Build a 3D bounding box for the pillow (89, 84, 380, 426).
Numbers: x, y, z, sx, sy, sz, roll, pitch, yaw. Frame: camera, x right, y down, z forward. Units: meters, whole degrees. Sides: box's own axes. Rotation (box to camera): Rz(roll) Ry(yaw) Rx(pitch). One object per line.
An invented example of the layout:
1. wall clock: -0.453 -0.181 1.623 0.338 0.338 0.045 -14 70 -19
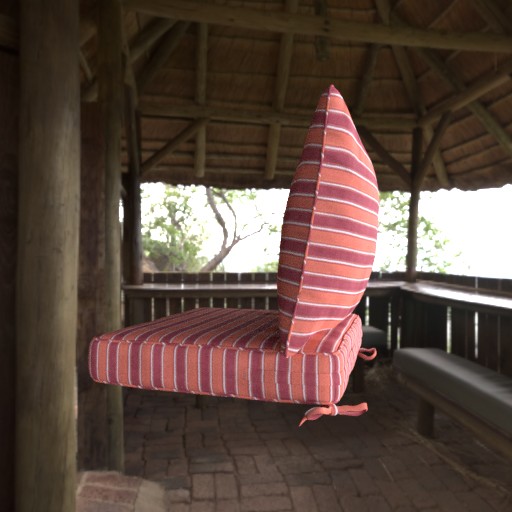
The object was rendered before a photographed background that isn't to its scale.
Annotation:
1. pillow: 0.000 0.000 1.366 0.733 0.723 0.799 0 0 17
